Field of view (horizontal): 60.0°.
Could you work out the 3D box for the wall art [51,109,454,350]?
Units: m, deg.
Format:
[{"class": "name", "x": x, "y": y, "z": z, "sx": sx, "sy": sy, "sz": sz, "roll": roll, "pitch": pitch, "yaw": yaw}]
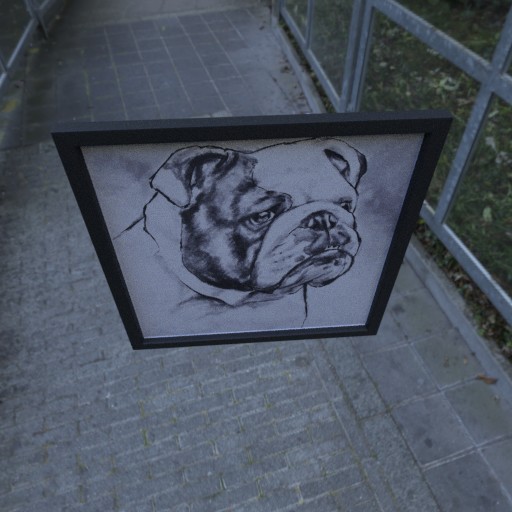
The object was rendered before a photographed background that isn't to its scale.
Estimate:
[{"class": "wall art", "x": 0.000, "y": 0.000, "z": 0.670, "sx": 0.456, "sy": 0.453, "sz": 0.022, "roll": -3, "pitch": 47, "yaw": -3}]
